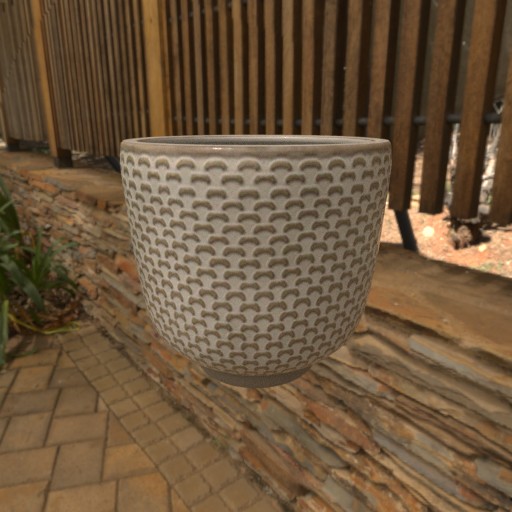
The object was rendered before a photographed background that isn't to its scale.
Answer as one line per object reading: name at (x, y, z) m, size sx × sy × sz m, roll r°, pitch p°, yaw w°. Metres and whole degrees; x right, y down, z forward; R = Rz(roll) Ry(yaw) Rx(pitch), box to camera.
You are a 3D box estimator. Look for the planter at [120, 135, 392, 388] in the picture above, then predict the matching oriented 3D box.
planter at (0.000, 0.000, 0.313) m, size 0.173 × 0.160 × 0.173 m, roll 0°, pitch 17°, yaw 0°
